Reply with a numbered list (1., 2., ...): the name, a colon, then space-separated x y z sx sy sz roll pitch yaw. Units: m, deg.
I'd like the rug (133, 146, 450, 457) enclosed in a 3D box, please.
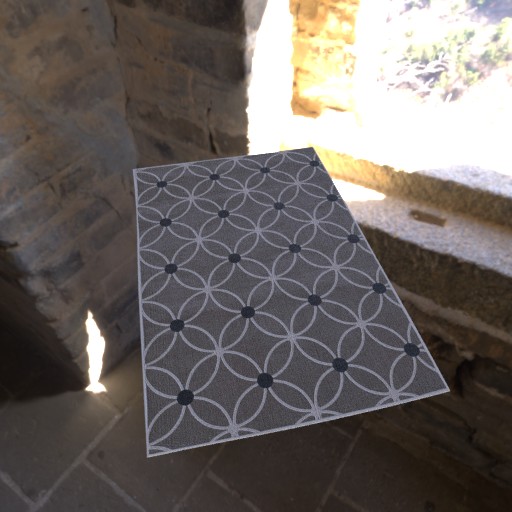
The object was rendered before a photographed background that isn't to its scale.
1. rug: 0.000 0.000 2.891 1.522 0.008 2.284 -9 47 -9
